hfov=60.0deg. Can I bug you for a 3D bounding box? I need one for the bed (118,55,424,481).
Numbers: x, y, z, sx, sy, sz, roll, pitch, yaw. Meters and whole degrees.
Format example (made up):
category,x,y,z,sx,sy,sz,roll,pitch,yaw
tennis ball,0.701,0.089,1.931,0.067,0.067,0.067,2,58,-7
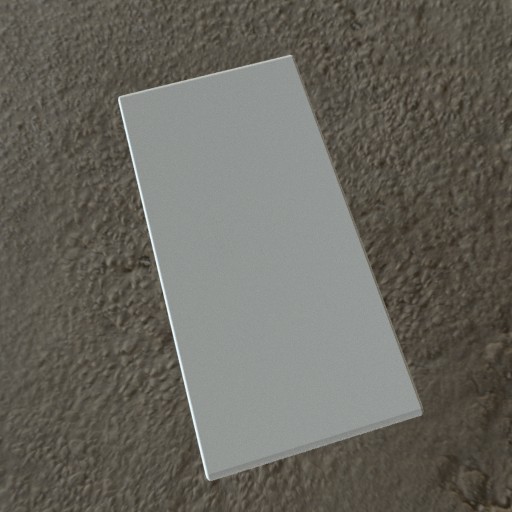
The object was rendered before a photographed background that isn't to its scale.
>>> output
category,x,y,z,sx,sy,sz,roll,pitch,yaw
bed,0.000,0.000,2.377,0.961,0.616,1.902,-15,75,-4
